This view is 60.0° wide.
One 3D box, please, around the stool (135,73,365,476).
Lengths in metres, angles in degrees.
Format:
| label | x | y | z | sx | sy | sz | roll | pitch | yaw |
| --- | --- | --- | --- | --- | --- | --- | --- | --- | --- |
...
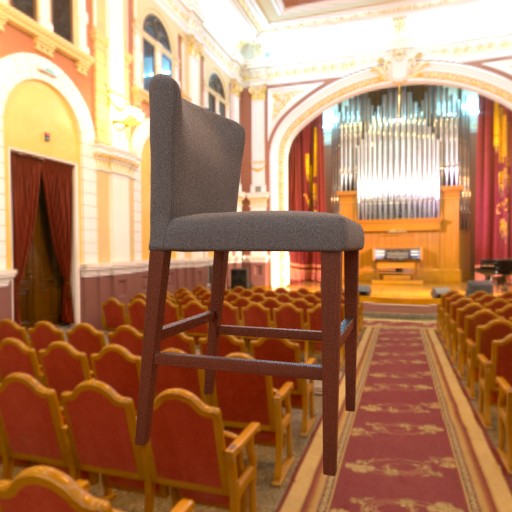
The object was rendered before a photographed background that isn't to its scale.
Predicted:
| label | x | y | z | sx | sy | sz | roll | pitch | yaw |
| --- | --- | --- | --- | --- | --- | --- | --- | --- | --- |
| stool | 0.000 | 0.000 | 1.259 | 0.568 | 0.968 | 0.481 | 0 | 1 | 18 |
